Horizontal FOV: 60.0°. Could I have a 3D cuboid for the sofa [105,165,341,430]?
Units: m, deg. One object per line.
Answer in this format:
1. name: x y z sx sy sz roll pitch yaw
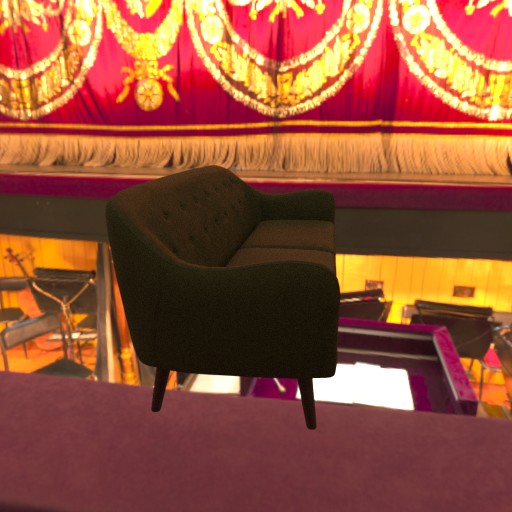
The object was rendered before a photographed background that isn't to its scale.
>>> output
1. sofa: 0.000 0.000 2.266 0.820 0.836 1.840 3 16 9
